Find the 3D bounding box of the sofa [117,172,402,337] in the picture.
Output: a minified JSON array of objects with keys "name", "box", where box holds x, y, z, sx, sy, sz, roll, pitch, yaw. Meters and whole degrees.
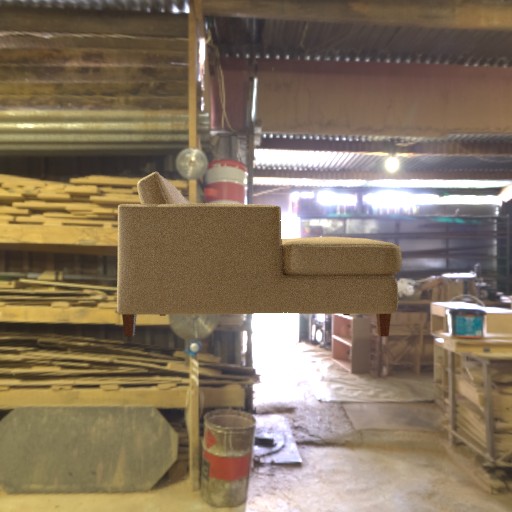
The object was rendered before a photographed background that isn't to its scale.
[{"name":"sofa","box":[0.000,0.000,3.846,1.502,0.876,3.201,0,-1,-1]}]
